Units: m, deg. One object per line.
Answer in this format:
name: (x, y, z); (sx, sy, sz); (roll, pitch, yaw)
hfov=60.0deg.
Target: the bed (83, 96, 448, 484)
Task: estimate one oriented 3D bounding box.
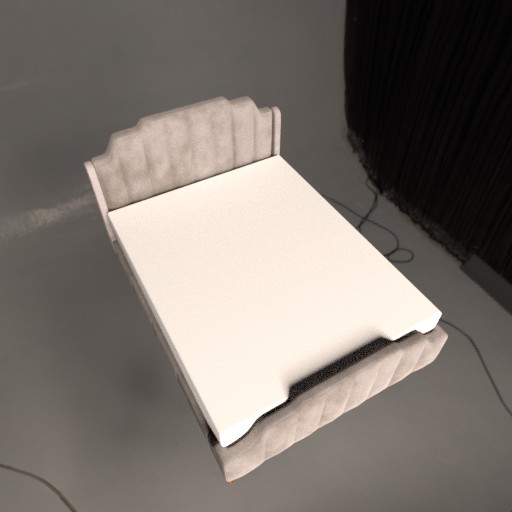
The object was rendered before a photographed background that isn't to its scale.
bed: (0.000, 0.000, 3.212); (1.676, 1.245, 2.340); (-23, 52, -19)
